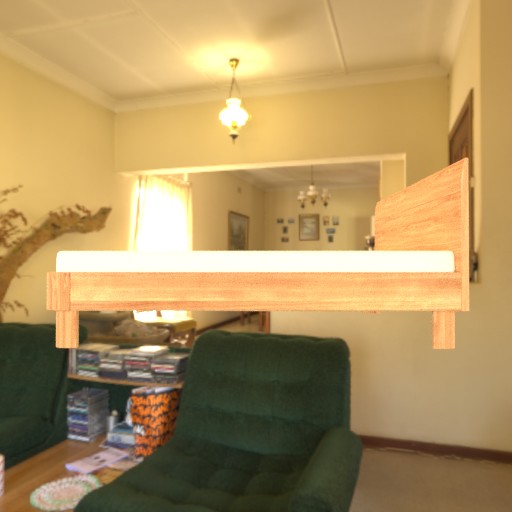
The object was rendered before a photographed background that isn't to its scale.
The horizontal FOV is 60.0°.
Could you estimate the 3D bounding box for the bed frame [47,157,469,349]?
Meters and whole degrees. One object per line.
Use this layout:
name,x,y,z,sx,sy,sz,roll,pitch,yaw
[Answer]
bed frame,0.000,0.000,2.996,2.092,0.940,1.660,0,-1,1
